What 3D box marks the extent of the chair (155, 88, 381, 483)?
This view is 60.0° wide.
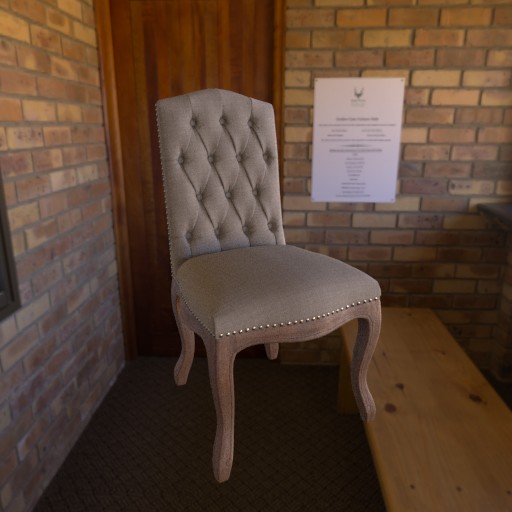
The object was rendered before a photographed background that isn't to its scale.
[{"bbox_3d":[0.000,0.000,1.615,0.637,1.191,0.731,-9,18,-28],"label":"chair"}]
